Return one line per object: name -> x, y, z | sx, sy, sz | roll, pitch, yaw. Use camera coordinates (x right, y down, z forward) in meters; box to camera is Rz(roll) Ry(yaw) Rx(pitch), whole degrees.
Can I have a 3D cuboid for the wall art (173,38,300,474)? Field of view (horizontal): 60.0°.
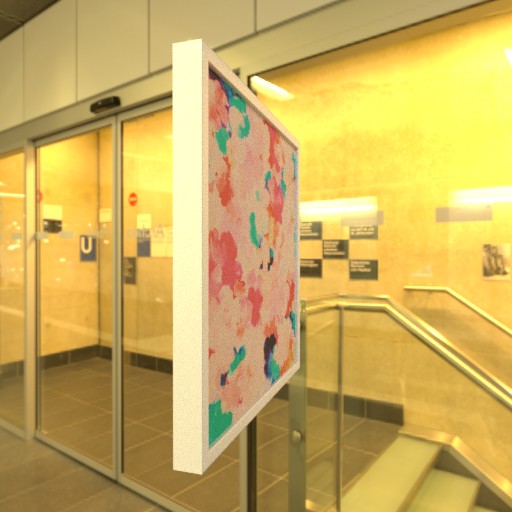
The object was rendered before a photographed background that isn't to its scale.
wall art -> 0.000, 0.000, 0.759 | 0.038, 0.505, 0.506 | 0, 0, 19
